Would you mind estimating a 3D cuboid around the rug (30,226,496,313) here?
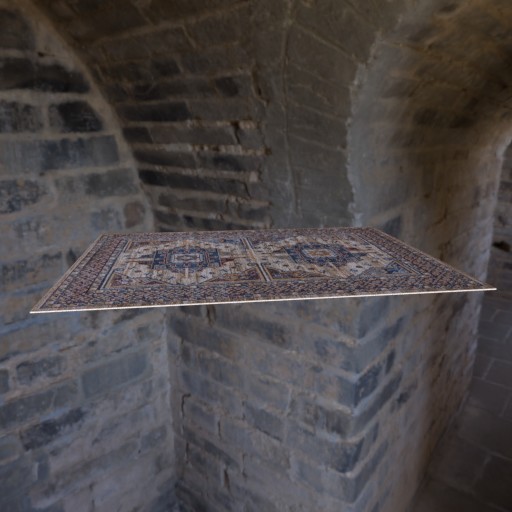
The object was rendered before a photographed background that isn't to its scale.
[{"bbox_3d":[0.000,0.000,2.856,2.227,0.008,1.611,-2,15,-8],"label":"rug"}]
